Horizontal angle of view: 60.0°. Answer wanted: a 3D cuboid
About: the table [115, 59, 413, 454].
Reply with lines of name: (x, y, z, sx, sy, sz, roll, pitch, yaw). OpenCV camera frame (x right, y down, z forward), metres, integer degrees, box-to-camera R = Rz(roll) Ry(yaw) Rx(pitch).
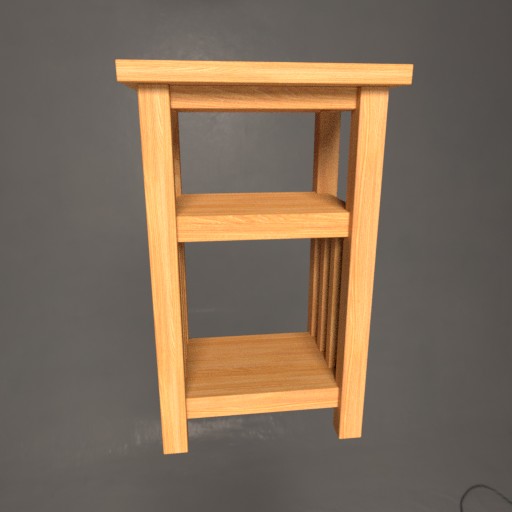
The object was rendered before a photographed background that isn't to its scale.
table: (0.000, 0.000, 0.721, 0.350, 0.550, 0.270, -2, 17, -7)
